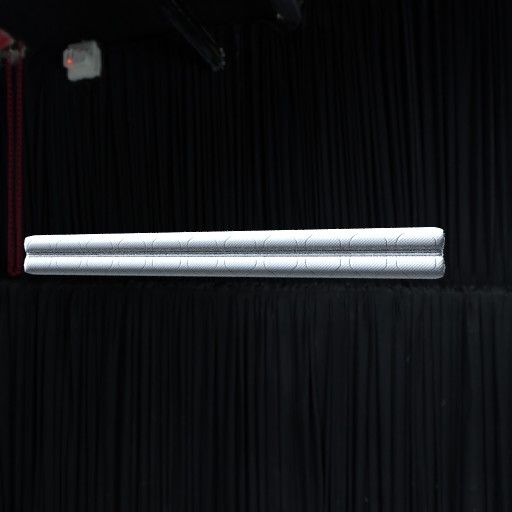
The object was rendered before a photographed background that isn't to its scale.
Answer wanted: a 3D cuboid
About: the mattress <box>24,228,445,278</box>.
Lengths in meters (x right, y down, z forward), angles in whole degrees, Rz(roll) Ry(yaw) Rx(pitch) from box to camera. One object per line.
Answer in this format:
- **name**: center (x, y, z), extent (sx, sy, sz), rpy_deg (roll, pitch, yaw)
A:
- **mattress**: center (0.000, 0.000, 2.742), extent (2.000, 0.200, 1.600), rpy_deg (0, -1, 17)
